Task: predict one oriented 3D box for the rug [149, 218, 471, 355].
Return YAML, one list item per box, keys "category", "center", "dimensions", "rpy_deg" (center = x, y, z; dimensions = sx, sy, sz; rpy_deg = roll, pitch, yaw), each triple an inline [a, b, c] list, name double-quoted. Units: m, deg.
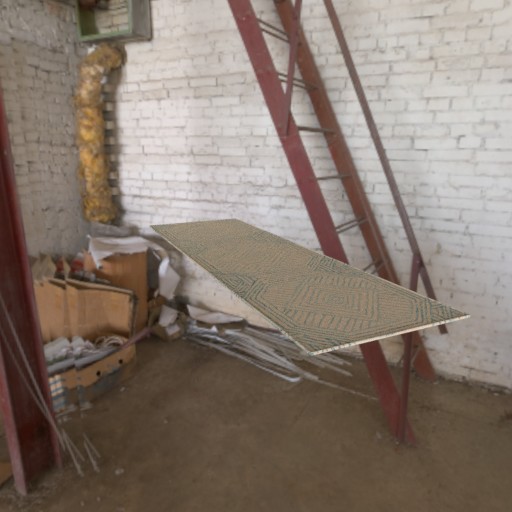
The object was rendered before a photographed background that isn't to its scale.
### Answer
- category: "rug"
  center: [0.000, 0.000, 2.713]
  dimensions: [0.775, 0.012, 2.452]
  rpy_deg: [-7, 17, -25]
